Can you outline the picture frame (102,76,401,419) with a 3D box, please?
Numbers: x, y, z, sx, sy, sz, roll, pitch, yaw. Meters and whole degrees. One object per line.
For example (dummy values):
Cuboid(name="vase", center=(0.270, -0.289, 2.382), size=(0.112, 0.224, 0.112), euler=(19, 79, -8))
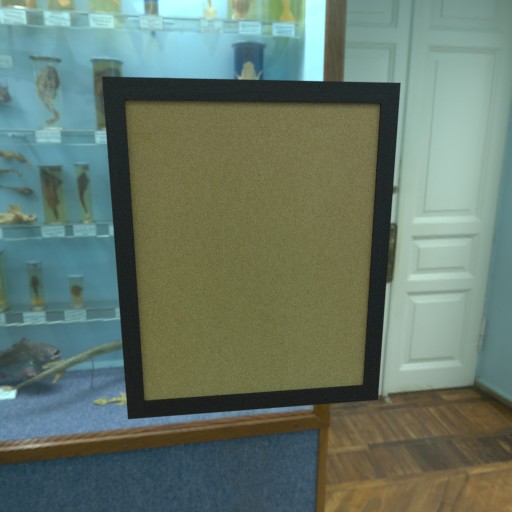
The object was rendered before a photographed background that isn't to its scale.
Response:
Cuboid(name="picture frame", center=(0.000, 0.000, 0.752), size=(0.452, 0.555, 0.044), euler=(-2, 14, -8))
